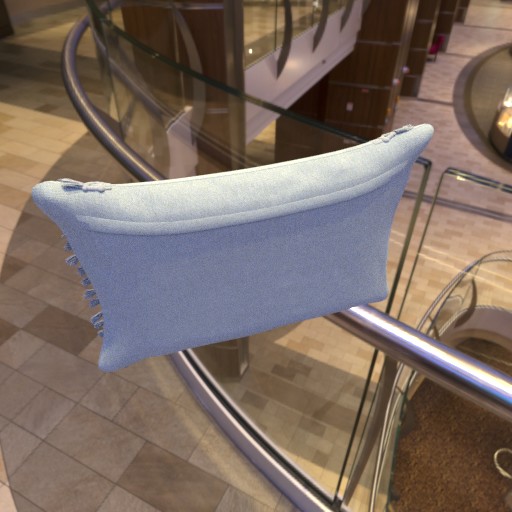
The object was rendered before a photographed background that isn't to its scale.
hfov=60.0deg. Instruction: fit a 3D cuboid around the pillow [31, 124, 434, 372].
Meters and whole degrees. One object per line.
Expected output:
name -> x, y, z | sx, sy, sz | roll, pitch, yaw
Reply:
pillow -> 0.000, 0.000, 0.583 | 0.466, 0.305, 0.084 | -12, 41, -15
